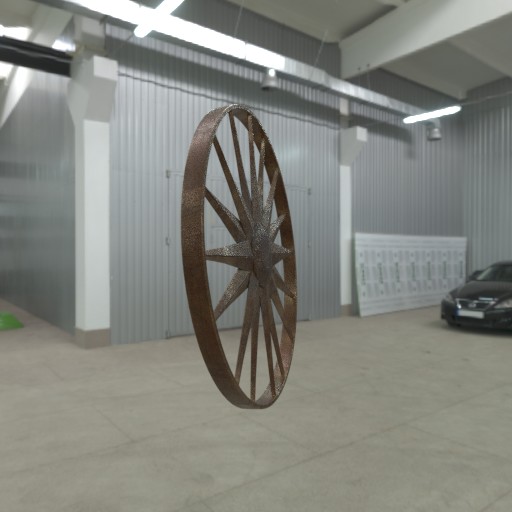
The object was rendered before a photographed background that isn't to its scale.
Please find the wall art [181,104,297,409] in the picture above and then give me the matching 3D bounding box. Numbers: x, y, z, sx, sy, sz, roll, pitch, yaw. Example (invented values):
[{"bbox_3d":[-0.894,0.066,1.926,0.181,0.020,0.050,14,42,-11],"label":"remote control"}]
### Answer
[{"bbox_3d":[0.000,0.000,0.891,0.084,0.583,0.582,0,0,18],"label":"wall art"}]
